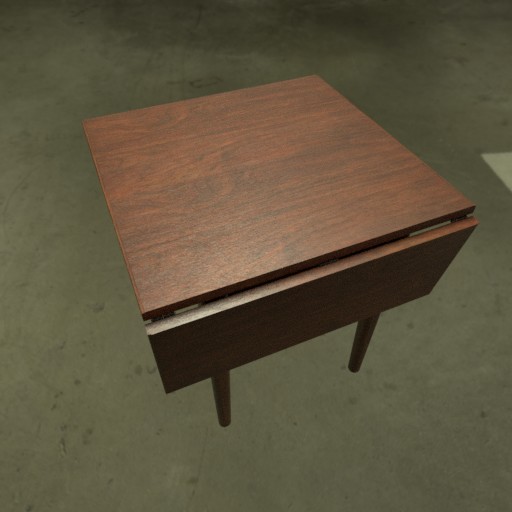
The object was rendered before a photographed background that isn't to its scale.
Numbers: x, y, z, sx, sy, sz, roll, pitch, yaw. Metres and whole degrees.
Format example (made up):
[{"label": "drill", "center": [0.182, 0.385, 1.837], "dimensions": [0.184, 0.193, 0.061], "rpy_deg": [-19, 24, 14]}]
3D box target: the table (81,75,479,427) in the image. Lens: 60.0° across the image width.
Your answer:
[{"label": "table", "center": [0.000, 0.000, 1.472], "dimensions": [0.812, 0.763, 0.843], "rpy_deg": [-17, 48, -16]}]
